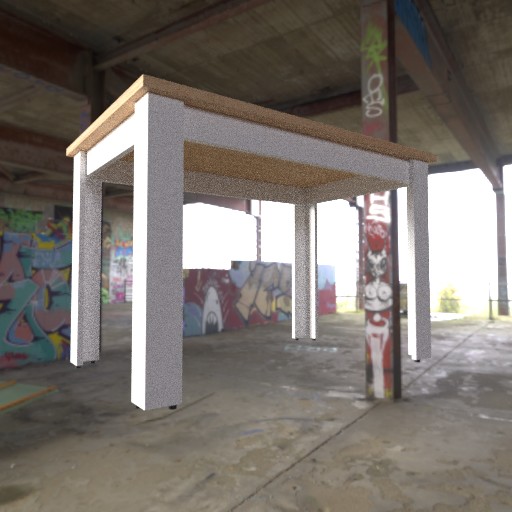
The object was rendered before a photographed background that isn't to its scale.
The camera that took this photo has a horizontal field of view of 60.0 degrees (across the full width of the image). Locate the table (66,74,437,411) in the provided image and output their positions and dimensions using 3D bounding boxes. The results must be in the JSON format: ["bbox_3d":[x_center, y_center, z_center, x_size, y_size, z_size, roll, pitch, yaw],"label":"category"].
[{"bbox_3d":[0.000,0.000,1.543,1.100,0.734,0.700,2,-3,-36],"label":"table"}]
